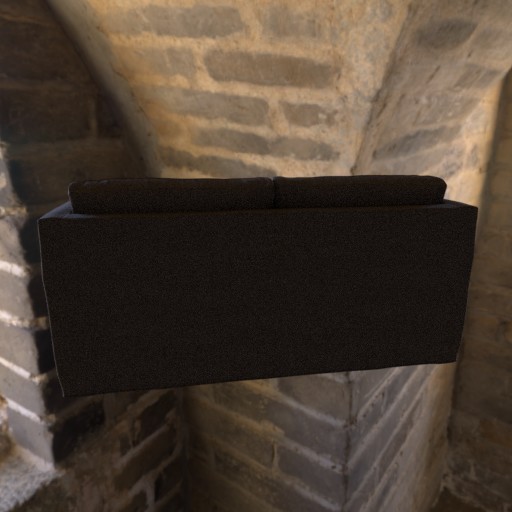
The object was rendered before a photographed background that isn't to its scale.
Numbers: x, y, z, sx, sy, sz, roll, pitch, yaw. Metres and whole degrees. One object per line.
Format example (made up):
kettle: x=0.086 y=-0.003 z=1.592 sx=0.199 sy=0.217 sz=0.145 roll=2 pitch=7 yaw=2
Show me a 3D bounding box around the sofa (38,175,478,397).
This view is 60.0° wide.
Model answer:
sofa: x=0.000 y=0.000 z=2.259 sx=1.802 sy=0.854 sz=0.974 roll=-3 pitch=15 yaw=-10
